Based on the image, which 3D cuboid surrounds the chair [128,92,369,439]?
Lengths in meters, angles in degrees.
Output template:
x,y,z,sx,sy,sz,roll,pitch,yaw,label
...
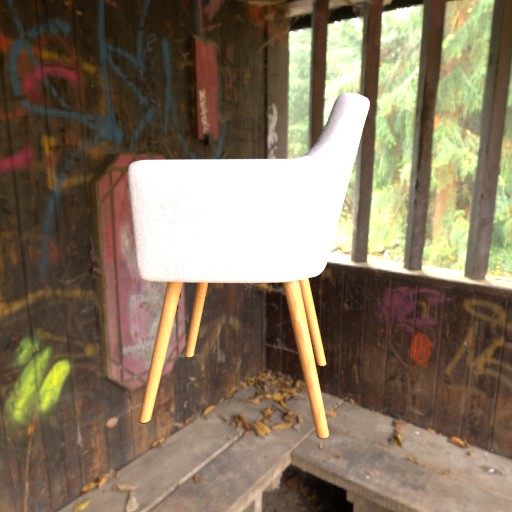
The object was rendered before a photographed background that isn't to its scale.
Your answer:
x,y,z,sx,sy,sz,roll,pitch,yaw,label
0.000,0.000,1.175,0.540,0.780,0.570,2,12,8,chair
